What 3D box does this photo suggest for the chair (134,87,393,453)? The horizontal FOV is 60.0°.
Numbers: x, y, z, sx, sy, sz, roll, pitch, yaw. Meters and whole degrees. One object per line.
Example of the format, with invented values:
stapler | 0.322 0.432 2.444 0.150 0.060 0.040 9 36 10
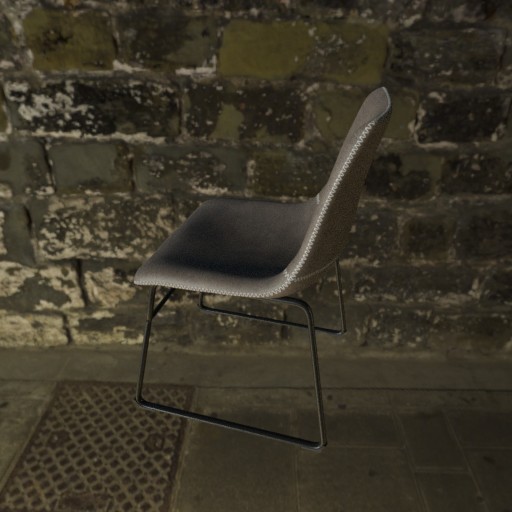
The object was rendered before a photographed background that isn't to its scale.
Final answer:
chair | 0.000 0.000 1.113 0.550 0.780 0.460 8 31 14
